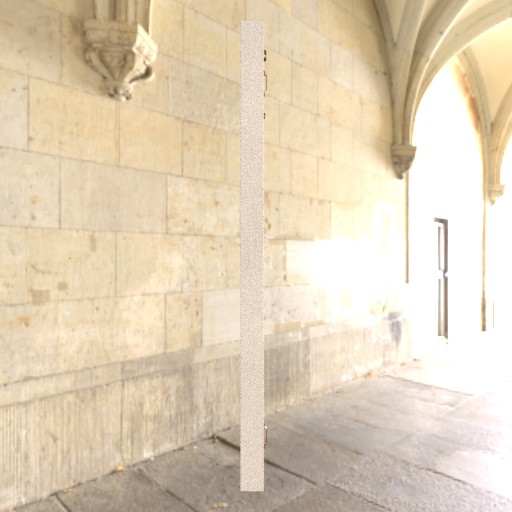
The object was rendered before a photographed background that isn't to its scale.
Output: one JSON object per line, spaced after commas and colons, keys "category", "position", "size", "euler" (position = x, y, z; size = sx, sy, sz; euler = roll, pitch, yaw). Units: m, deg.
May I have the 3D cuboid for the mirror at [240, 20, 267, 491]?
{"category": "mirror", "position": [0.000, 0.000, 0.921], "size": [0.040, 0.710, 0.507], "euler": [0, 0, 1]}
